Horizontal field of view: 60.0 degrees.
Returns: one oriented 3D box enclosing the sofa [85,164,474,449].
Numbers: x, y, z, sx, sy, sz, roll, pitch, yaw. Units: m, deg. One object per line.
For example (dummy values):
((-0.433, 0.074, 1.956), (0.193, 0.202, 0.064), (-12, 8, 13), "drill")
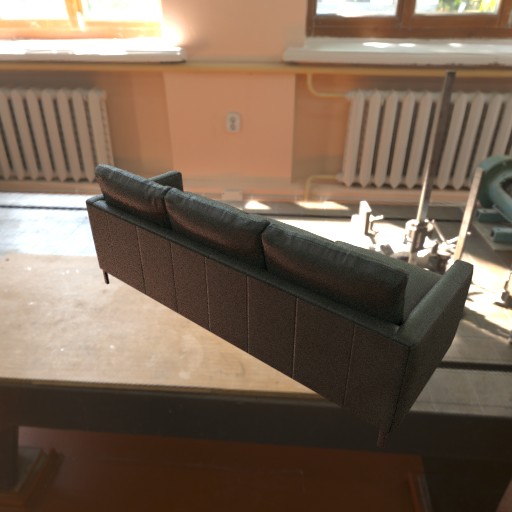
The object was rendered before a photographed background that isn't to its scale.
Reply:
((0.000, 0.000, 2.384), (2.029, 0.805, 0.748), (22, 37, 33), "sofa")
